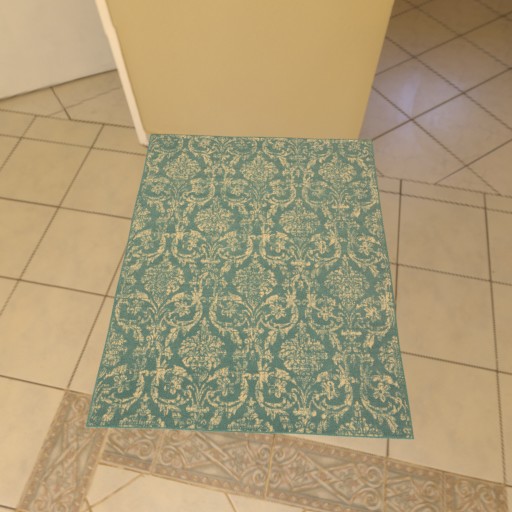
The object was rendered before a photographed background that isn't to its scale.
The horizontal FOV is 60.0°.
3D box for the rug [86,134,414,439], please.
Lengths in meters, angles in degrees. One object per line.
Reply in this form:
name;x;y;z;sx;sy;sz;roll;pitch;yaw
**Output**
rug;0.000;0.000;3.955;2.363;0.012;2.980;2;59;1
